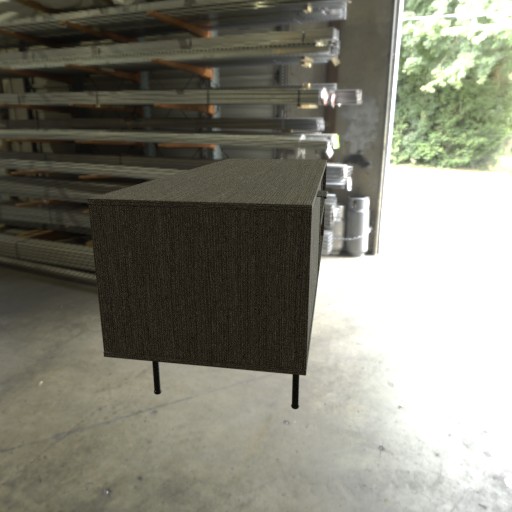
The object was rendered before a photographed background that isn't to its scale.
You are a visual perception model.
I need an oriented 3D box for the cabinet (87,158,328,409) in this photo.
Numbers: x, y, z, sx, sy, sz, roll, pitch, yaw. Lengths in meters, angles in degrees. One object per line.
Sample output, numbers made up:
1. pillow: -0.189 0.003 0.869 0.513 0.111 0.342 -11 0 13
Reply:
1. cabinet: 0.000 0.000 1.599 0.500 0.599 1.300 3 16 10
